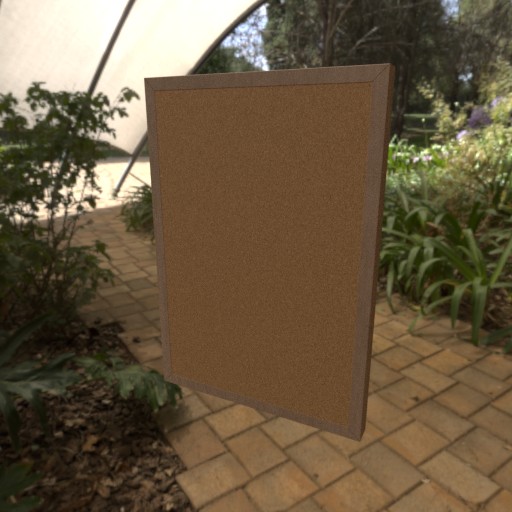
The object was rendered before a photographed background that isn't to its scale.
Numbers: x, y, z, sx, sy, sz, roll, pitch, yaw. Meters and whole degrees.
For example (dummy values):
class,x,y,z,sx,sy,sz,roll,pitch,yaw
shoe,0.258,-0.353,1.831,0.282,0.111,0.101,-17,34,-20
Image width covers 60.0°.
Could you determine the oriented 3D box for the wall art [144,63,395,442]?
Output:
class,x,y,z,sx,sy,sz,roll,pitch,yaw
wall art,0.000,0.000,0.662,0.356,0.509,0.031,8,19,26
